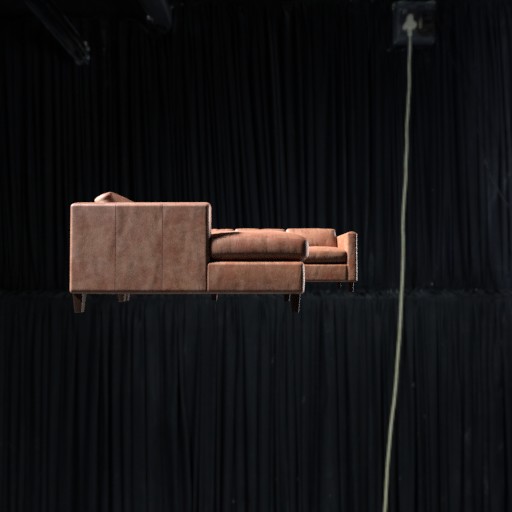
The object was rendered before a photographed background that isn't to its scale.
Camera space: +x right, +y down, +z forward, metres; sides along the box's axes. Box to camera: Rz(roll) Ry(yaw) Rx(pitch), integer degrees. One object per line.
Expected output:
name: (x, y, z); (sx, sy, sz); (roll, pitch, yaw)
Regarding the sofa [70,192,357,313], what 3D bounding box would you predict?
sofa: (0.000, 0.000, 4.593); (2.430, 0.832, 3.401); (0, -1, 0)
